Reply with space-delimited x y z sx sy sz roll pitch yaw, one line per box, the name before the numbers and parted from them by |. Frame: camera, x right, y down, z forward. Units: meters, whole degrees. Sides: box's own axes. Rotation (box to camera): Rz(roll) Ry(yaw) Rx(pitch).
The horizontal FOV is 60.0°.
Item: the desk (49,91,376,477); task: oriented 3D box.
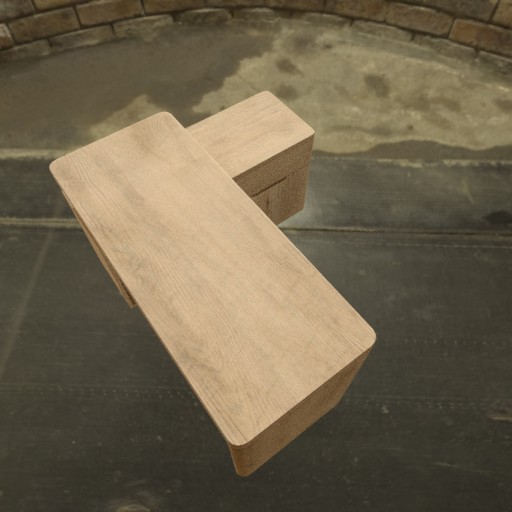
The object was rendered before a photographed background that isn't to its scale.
desk | 0.000 0.000 2.081 1.175 0.770 1.400 -32 63 -18
